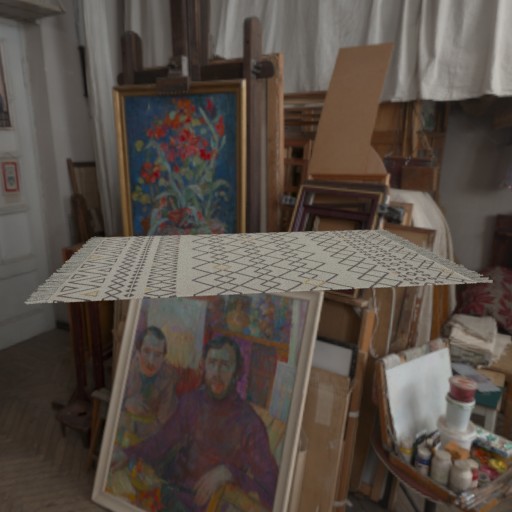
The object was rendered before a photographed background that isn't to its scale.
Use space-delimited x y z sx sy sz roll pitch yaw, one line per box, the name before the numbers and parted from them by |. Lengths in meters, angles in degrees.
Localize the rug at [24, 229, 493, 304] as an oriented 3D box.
rug | 0.000 0.000 2.997 2.472 0.035 1.495 -2 15 -8
